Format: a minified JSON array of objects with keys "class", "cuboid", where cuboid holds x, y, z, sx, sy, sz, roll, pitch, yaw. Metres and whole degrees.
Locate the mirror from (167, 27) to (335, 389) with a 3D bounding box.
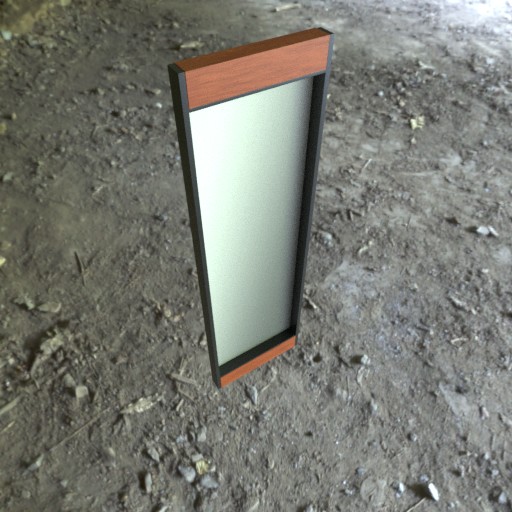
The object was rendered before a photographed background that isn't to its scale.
[{"class":"mirror","cuboid":[0.000,0.000,1.233,0.343,1.123,0.047,-25,51,-22]}]
